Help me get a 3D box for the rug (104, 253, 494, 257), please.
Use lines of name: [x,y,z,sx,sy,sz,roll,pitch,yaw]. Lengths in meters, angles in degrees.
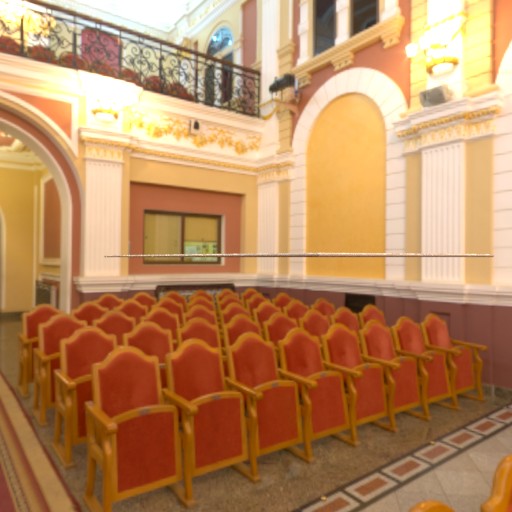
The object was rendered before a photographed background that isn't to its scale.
rug: [0.000,0.000,1.436,0.604,0.007,1.219,0,0,-36]
